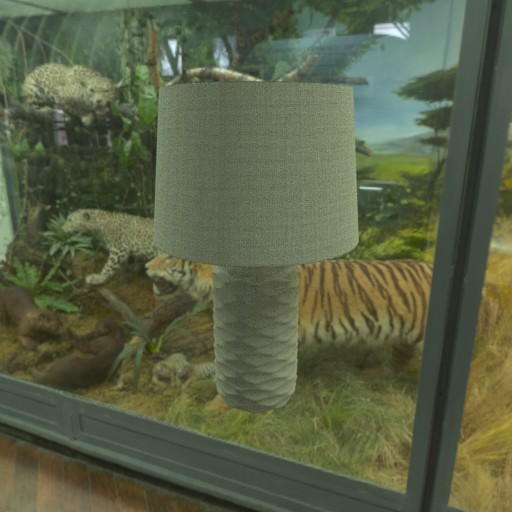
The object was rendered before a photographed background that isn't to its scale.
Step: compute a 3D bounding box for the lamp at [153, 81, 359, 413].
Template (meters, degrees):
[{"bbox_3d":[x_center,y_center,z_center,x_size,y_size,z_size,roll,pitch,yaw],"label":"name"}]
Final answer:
[{"bbox_3d":[0.000,0.000,0.842,0.376,0.594,0.376,0,17,0],"label":"lamp"}]
